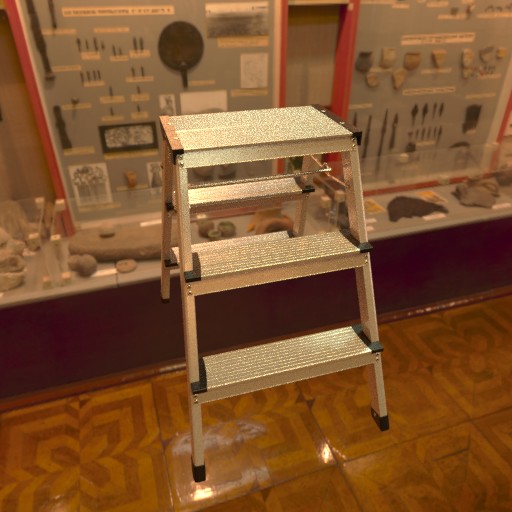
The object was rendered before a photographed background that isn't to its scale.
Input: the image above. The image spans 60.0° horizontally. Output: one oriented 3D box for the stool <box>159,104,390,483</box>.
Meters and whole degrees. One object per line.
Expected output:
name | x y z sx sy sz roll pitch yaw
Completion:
stool | 0.000 0.000 1.011 0.437 0.605 0.622 -9 34 -14
